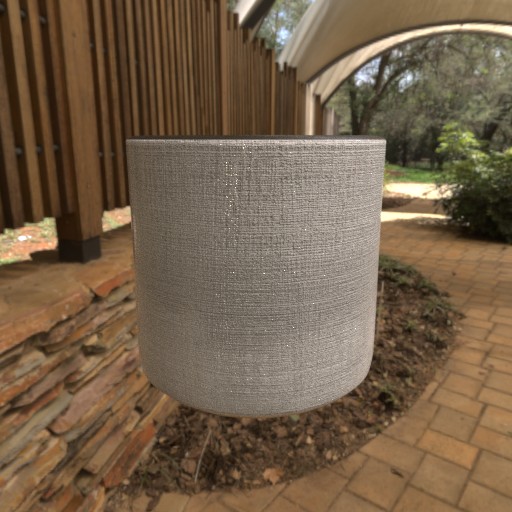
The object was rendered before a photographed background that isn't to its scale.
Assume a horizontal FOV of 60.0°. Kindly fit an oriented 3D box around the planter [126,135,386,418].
[{"bbox_3d":[0.000,0.000,0.298,0.160,0.156,0.160,0,15,0],"label":"planter"}]
